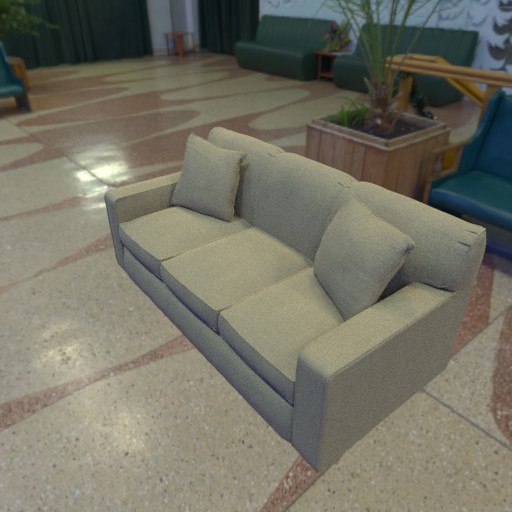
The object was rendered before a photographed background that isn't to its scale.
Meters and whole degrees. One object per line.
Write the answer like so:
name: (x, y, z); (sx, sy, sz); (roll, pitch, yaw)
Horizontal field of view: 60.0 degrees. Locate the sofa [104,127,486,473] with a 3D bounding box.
sofa: (0.000, 0.000, 2.507); (0.997, 0.958, 2.024); (-23, 38, -32)
